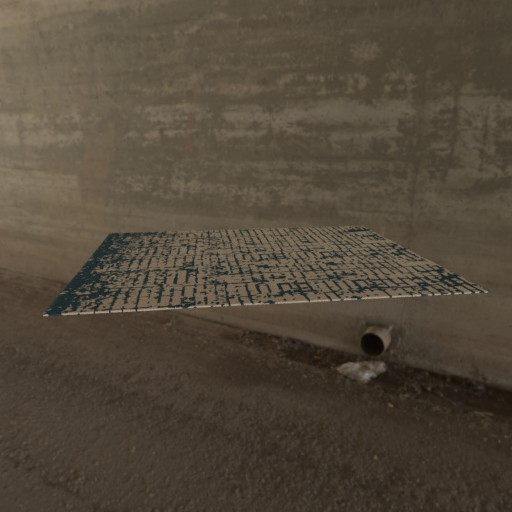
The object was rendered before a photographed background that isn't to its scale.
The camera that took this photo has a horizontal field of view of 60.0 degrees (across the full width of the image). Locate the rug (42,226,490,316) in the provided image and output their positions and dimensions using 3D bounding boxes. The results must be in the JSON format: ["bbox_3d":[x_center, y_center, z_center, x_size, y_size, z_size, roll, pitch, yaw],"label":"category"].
[{"bbox_3d":[0.000,0.000,4.097,3.017,0.014,2.416,-2,15,-8],"label":"rug"}]
